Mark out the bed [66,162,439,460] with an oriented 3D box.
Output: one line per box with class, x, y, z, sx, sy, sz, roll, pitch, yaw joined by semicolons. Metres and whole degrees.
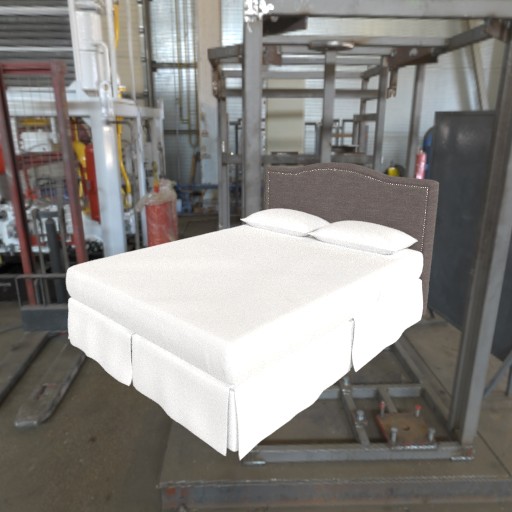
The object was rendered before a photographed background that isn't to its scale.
bed;0.000;0.000;3.927;2.161;1.457;2.689;15;23;41
